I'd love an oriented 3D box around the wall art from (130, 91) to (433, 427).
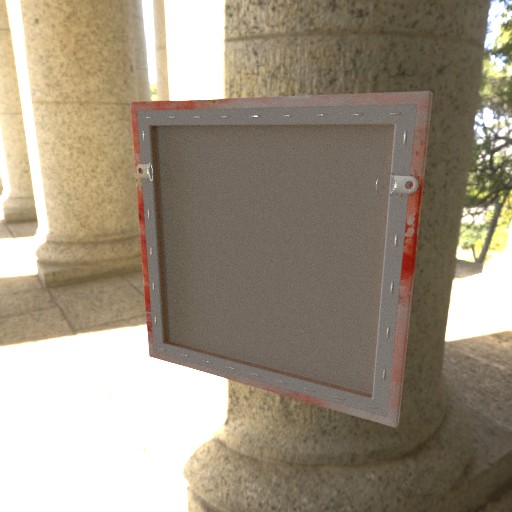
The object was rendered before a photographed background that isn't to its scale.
[{"bbox_3d":[0.000,0.000,1.299,0.878,0.878,0.066,8,18,26],"label":"wall art"}]
